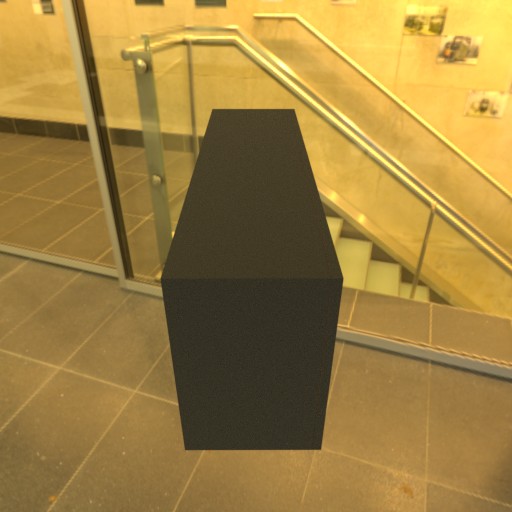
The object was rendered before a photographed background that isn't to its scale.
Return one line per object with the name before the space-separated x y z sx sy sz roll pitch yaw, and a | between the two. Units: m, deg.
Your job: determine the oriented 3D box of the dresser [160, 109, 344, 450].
dresser | 0.000 0.000 1.952 0.463 0.872 1.558 0 33 0
